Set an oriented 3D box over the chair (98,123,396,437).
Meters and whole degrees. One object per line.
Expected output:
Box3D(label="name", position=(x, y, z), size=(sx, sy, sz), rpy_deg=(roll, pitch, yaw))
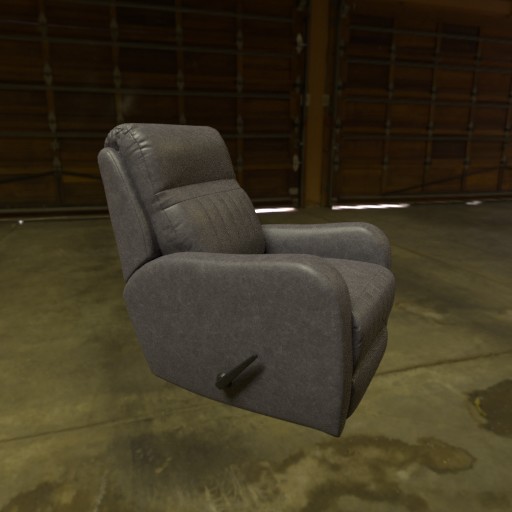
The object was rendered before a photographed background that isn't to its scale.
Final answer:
Box3D(label="chair", position=(0.000, 0.000, 1.843), size=(1.067, 1.067, 0.865), rpy_deg=(7, 16, 26))
